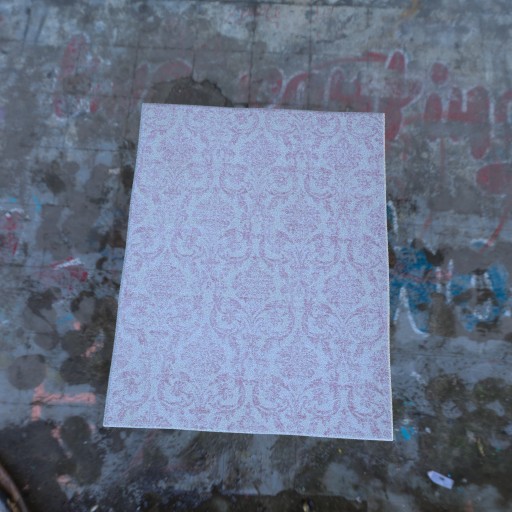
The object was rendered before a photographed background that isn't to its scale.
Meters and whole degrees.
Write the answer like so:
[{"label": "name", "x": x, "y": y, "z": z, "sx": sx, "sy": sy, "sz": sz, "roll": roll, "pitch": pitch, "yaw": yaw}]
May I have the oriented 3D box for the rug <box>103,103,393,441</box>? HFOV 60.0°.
[{"label": "rug", "x": 0.000, "y": 0.000, "z": 3.967, "sx": 2.363, "sy": 0.012, "sz": 2.980, "roll": 3, "pitch": 76, "yaw": 1}]
